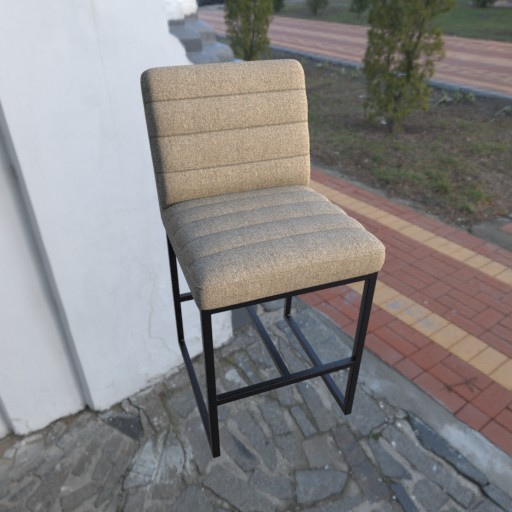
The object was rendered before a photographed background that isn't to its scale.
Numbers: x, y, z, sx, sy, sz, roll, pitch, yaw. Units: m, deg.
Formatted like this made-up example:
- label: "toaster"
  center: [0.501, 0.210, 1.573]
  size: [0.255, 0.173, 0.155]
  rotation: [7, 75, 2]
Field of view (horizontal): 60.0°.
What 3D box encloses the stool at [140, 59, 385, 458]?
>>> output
- label: "stool"
  center: [0.000, 0.000, 1.247]
  size: [0.460, 0.940, 0.560]
  rotation: [-11, 34, -17]
